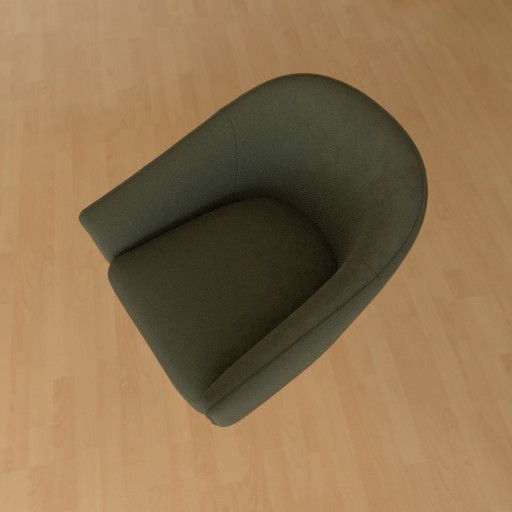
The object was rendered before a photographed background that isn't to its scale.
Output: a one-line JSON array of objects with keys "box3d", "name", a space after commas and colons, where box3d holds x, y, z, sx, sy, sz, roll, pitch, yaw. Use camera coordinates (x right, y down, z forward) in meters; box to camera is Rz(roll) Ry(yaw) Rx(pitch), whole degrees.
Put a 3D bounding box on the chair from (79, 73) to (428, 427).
[{"box3d": [0.000, 0.000, 1.444, 0.875, 0.799, 0.747, -33, 68, -15], "name": "chair"}]
